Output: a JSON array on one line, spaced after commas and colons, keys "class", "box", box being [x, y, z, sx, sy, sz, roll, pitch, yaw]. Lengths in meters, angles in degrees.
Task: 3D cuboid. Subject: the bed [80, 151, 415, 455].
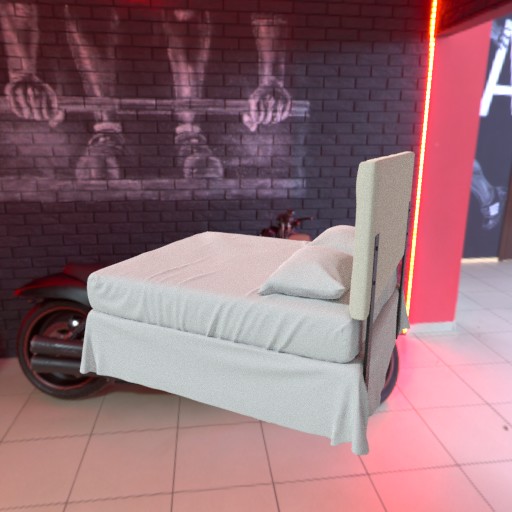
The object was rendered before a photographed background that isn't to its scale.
[{"class": "bed", "box": [0.000, 0.000, 3.466, 2.222, 1.577, 1.936, 7, 17, 24]}]
